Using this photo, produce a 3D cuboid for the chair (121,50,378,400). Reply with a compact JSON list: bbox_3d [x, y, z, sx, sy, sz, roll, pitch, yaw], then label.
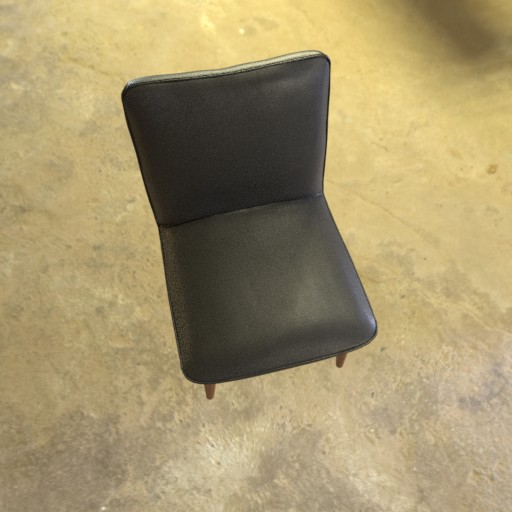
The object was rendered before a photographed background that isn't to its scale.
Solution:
[{"bbox_3d":[0.000,0.000,1.219,0.543,0.801,0.645,-16,64,-8],"label":"chair"}]
